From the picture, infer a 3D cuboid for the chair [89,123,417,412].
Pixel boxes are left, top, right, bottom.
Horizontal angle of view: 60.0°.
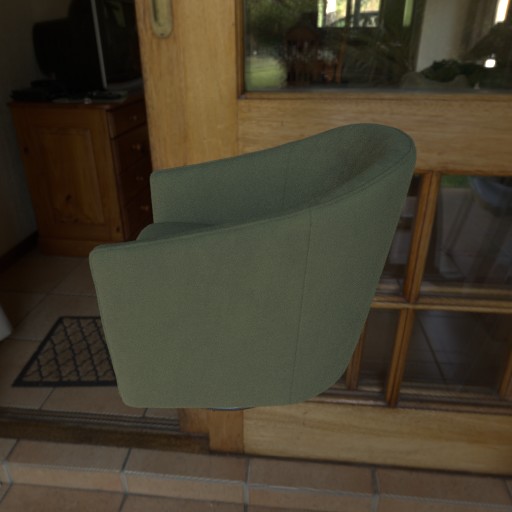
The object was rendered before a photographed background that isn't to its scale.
[{"bbox_3d":[0.000,0.000,1.445,0.875,0.799,0.747,0,26,0],"label":"chair"}]
